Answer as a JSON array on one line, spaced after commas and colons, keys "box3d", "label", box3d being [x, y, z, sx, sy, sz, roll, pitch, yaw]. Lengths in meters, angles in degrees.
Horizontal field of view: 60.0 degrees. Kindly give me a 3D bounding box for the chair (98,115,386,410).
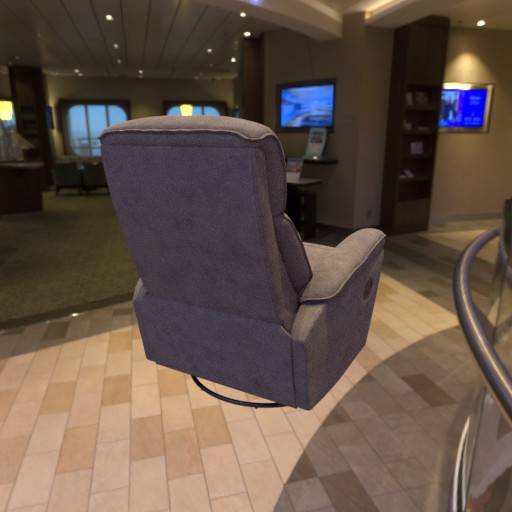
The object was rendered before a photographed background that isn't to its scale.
[{"box3d": [0.000, 0.000, 1.749, 0.830, 1.036, 1.009, 9, 18, 28], "label": "chair"}]
